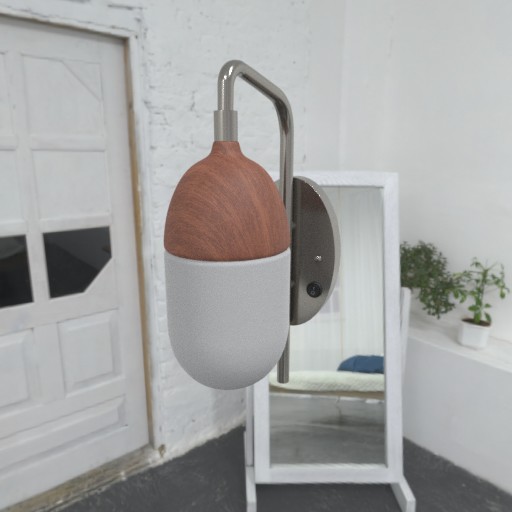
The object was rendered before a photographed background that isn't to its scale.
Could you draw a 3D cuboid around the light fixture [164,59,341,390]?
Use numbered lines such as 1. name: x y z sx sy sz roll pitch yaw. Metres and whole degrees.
1. light fixture: 0.000 0.000 0.430 0.108 0.343 0.216 7 16 26
